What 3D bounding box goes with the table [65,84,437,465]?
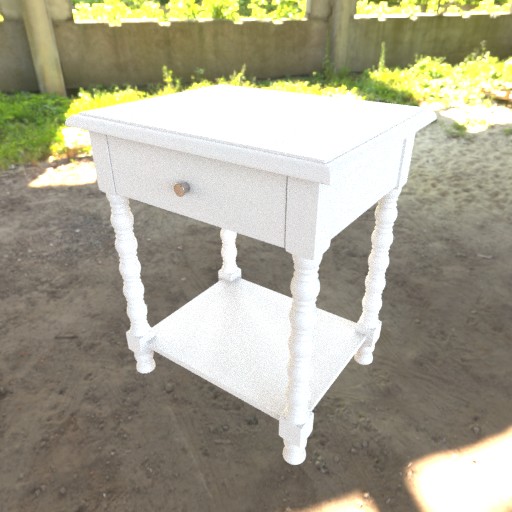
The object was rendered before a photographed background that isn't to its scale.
[{"bbox_3d":[0.000,0.000,0.831,0.460,0.531,0.381,19,35,30],"label":"table"}]
